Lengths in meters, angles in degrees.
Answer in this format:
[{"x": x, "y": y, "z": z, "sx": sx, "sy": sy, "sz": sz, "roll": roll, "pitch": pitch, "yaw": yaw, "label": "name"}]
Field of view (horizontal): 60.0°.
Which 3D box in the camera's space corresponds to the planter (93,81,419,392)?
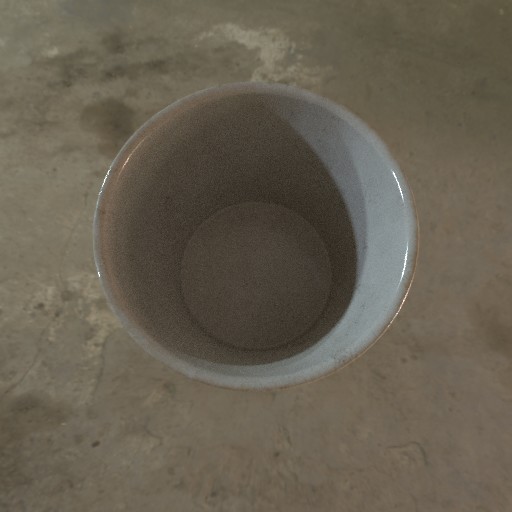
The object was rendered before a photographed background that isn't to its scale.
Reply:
[{"x": 0.000, "y": 0.000, "z": 0.222, "sx": 0.126, "sy": 0.104, "sz": 0.126, "roll": 0, "pitch": 75, "yaw": 0, "label": "planter"}]
